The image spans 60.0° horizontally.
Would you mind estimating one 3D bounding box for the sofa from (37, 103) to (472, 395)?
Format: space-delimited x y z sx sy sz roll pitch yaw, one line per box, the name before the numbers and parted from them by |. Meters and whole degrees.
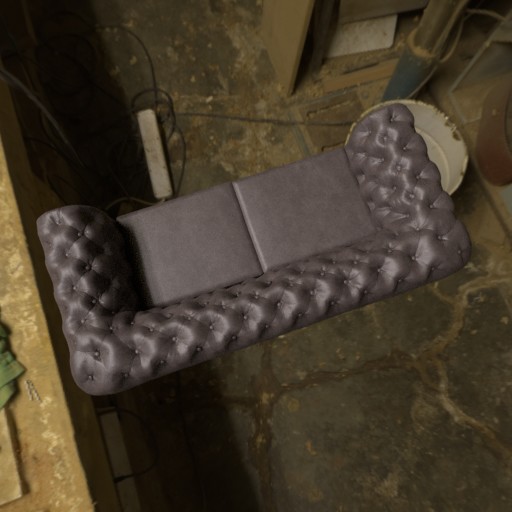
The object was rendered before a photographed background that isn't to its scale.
sofa | 0.000 0.000 2.480 2.048 0.779 0.944 -18 77 -4
